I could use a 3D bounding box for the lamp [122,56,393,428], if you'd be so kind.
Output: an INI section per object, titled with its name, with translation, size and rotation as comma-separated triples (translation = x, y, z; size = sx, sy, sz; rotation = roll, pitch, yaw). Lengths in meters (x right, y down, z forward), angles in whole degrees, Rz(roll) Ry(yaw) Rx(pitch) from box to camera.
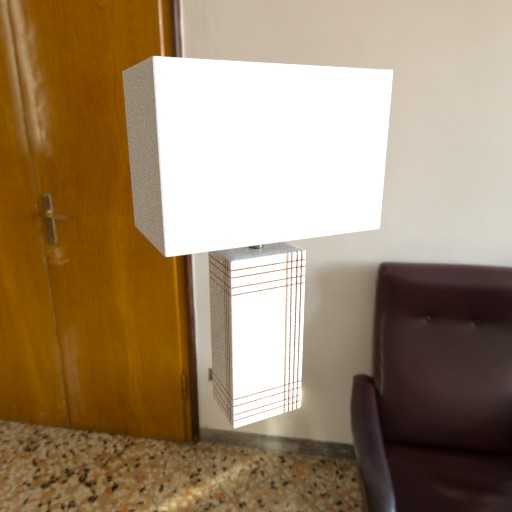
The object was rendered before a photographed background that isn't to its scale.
[lamp]
translation = 0.000, 0.000, 0.699
size = 0.334, 0.543, 0.182
rotation = -8, 19, -25
